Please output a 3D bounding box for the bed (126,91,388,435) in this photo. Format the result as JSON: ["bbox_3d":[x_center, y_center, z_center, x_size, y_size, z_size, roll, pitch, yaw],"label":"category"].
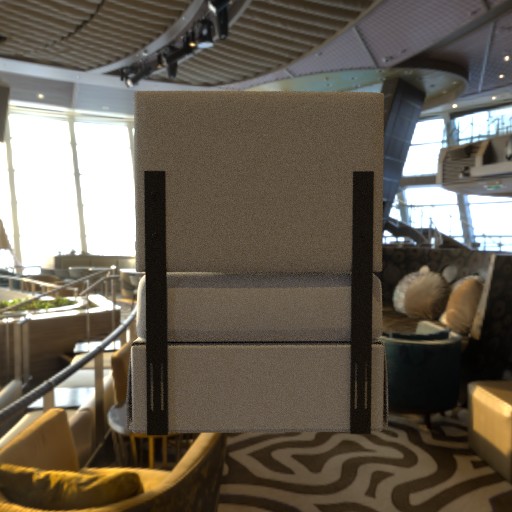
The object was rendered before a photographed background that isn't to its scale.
[{"bbox_3d":[0.000,0.000,2.997,1.261,1.571,1.997,0,3,-1],"label":"bed"}]
